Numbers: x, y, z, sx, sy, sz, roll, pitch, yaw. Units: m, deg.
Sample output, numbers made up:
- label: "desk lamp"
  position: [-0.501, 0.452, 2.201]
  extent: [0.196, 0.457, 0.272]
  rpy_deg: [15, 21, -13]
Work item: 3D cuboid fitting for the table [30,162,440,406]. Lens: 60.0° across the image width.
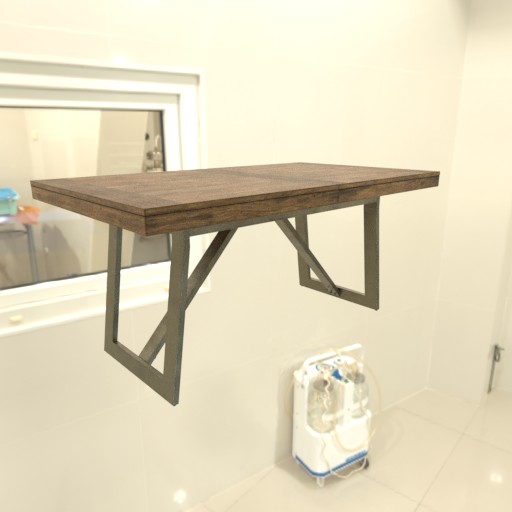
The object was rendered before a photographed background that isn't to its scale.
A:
- label: "table"
  position: [0.000, 0.000, 2.110]
  extent: [1.641, 0.757, 0.931]
  rpy_deg: [-14, 21, -41]
